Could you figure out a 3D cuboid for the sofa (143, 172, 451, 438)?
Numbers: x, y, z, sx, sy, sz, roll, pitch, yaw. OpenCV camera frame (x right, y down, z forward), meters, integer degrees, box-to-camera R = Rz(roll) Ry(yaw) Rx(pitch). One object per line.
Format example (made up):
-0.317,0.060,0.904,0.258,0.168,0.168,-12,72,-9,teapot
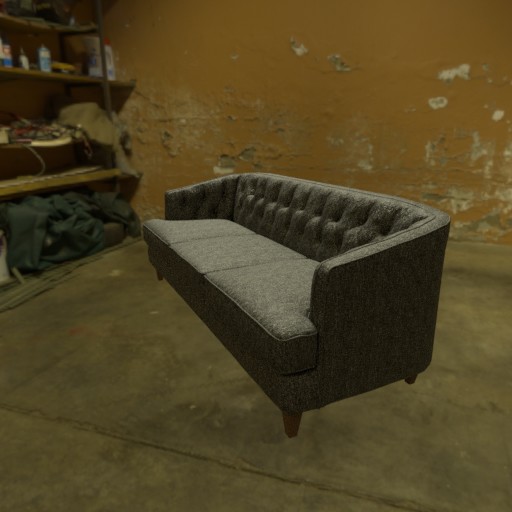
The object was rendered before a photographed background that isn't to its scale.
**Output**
0.000,0.000,2.710,0.941,0.855,2.278,-8,18,-25,sofa
